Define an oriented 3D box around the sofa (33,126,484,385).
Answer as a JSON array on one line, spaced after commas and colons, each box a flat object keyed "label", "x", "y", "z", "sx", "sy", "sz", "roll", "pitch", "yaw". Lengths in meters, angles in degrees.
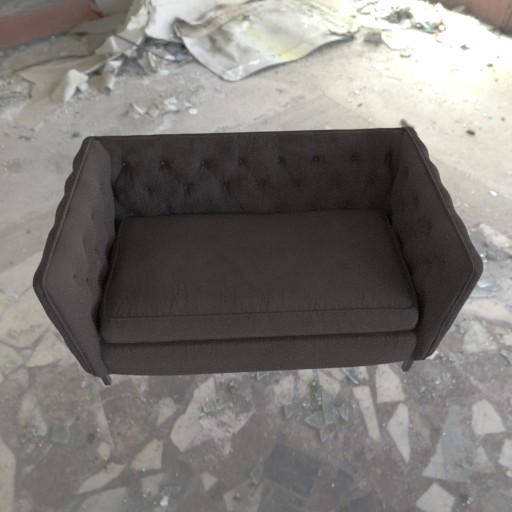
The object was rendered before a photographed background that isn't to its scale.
[{"label": "sofa", "x": 0.000, "y": 0.000, "z": 2.046, "sx": 1.583, "sy": 0.810, "sz": 0.909, "roll": -2, "pitch": 49, "yaw": -2}]
